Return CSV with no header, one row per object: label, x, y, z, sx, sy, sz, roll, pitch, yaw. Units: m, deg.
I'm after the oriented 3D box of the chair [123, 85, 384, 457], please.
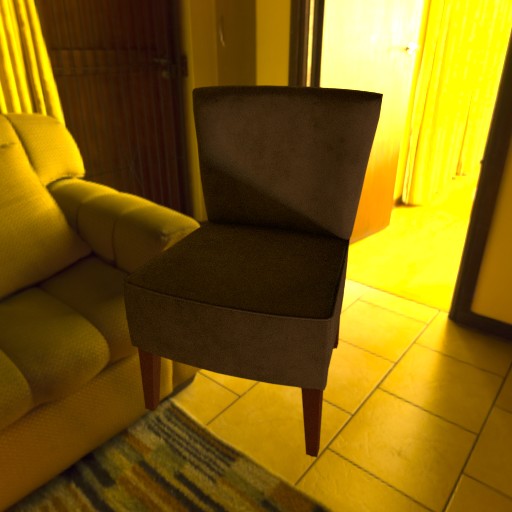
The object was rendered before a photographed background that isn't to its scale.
chair,0.000,0.000,1.167,0.521,0.806,0.554,9,27,17
